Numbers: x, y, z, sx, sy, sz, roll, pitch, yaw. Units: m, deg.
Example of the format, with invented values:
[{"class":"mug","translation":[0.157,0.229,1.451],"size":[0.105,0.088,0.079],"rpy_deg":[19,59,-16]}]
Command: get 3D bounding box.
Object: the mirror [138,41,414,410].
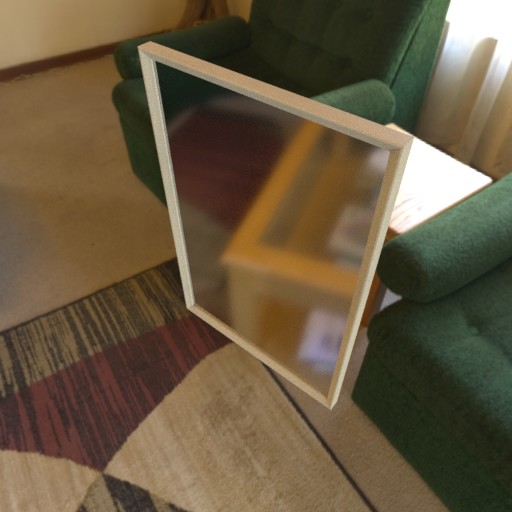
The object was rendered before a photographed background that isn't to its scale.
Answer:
[{"class":"mirror","translation":[0.000,0.000,1.145],"size":[0.609,0.915,0.041],"rpy_deg":[30,53,26]}]
